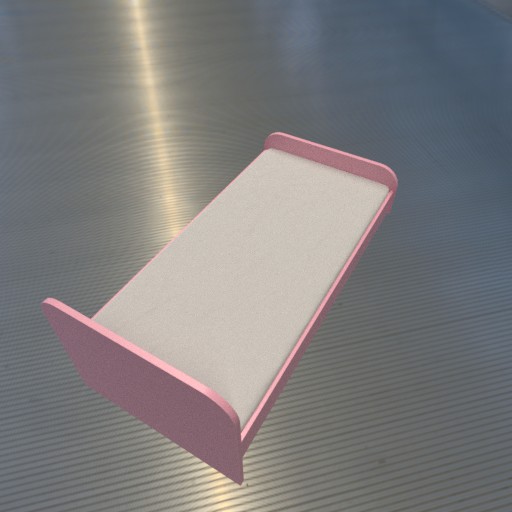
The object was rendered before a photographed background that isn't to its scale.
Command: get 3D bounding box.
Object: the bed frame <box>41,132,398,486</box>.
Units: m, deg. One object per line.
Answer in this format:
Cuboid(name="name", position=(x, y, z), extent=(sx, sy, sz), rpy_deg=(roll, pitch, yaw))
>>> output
Cuboid(name="bed frame", position=(0.000, 0.000, 2.533), extent=(0.998, 0.805, 1.963), rpy_deg=(23, 51, 20))
